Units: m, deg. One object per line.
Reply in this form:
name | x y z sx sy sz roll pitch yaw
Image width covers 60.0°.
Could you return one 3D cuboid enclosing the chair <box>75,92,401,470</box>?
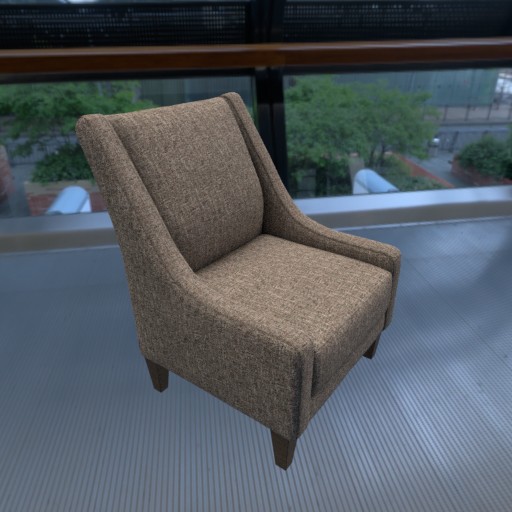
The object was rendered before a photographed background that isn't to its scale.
chair | 0.000 0.000 1.623 0.870 1.014 0.774 18 32 32
